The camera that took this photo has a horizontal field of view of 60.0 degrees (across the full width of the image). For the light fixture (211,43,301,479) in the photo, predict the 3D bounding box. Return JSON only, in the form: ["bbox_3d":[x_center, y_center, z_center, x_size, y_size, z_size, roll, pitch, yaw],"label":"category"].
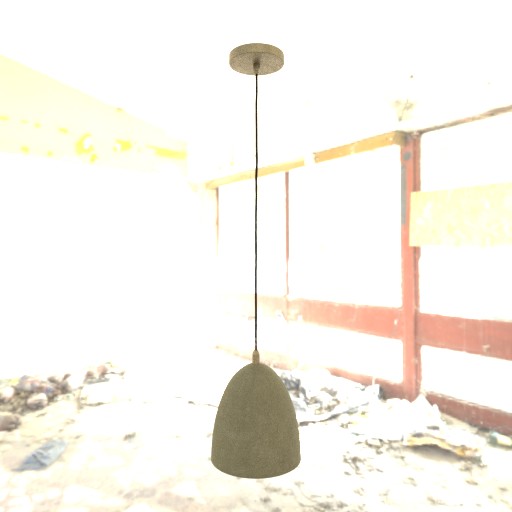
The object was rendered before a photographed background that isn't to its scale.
[{"bbox_3d":[0.000,0.000,0.840,0.170,0.759,0.170,0,0,-17],"label":"light fixture"}]
